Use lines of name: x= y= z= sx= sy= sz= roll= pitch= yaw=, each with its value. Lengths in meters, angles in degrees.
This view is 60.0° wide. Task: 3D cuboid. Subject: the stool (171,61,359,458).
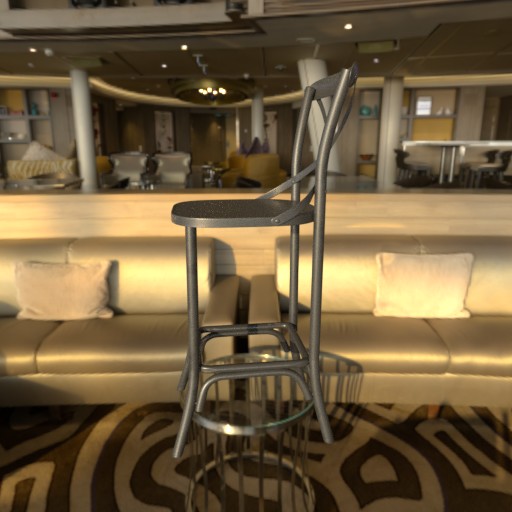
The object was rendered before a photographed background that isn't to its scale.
stool: x=0.000 y=0.000 z=1.471 sx=0.584 sy=1.168 sz=0.457 roll=-2 pitch=14 yaw=-7
